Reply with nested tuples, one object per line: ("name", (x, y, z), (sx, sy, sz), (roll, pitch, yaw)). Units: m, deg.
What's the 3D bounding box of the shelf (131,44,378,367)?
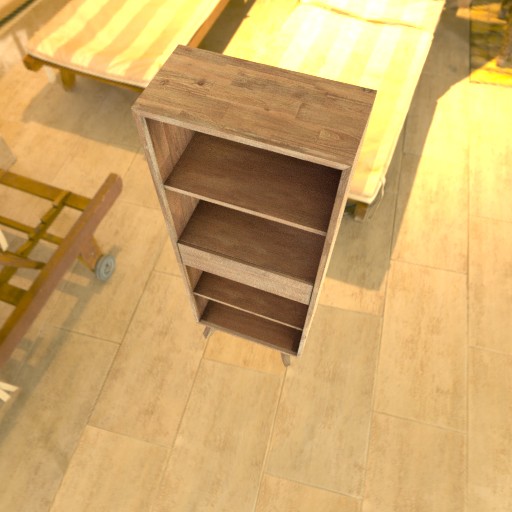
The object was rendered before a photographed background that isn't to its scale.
("shelf", (0.000, 0.000, 1.551), (0.491, 1.342, 0.267), (17, 61, 10))
